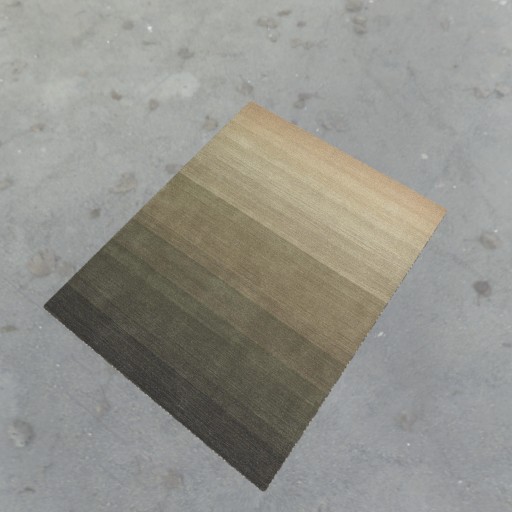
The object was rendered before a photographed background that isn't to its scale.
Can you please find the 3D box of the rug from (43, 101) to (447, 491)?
[{"bbox_3d":[0.000,0.000,3.913,2.305,0.017,2.902,34,68,15],"label":"rug"}]
